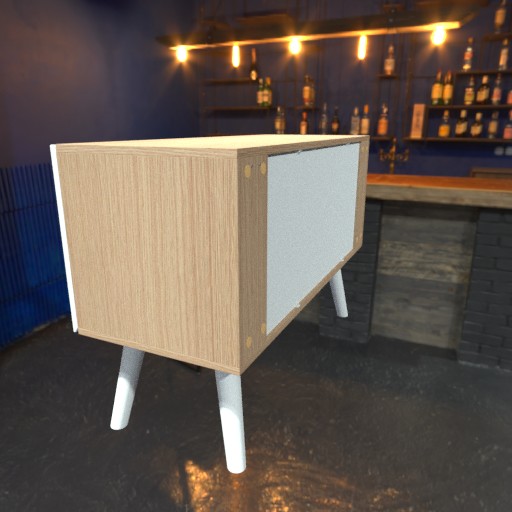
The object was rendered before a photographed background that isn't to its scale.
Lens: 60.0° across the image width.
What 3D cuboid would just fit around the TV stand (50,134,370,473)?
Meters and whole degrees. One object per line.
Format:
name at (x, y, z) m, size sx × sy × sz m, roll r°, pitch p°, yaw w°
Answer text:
TV stand at (0.000, 0.000, 1.288) m, size 0.407 × 0.660 × 0.991 m, roll 8°, pitch 18°, yaw 24°
